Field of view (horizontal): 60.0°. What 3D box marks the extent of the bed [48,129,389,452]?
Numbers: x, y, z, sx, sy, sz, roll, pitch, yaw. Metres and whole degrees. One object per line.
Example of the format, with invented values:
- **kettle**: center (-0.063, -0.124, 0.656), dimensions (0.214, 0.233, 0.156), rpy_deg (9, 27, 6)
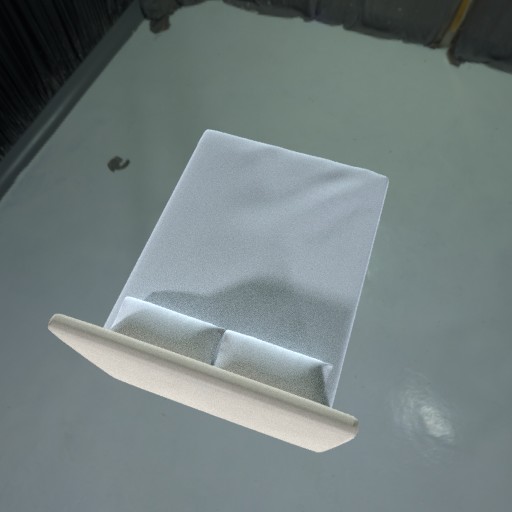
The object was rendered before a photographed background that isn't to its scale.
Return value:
- **bed**: center (0.000, 0.000, 3.194), dimensions (1.723, 1.330, 2.142), rpy_deg (17, 64, 8)
